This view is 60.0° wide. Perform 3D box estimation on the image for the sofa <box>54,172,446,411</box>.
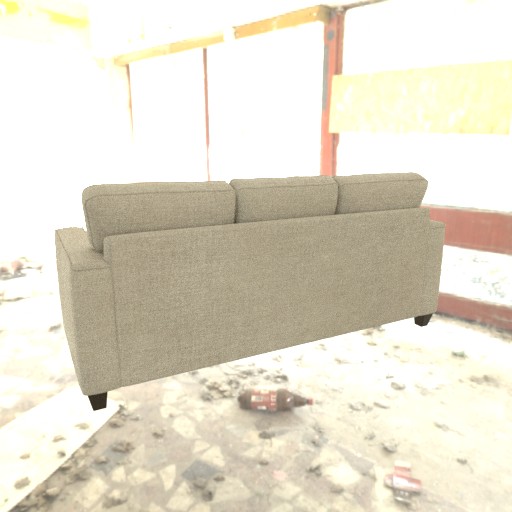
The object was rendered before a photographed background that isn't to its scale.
[{"bbox_3d":[0.000,0.000,2.621,2.133,0.965,0.939,-7,16,-27],"label":"sofa"}]
